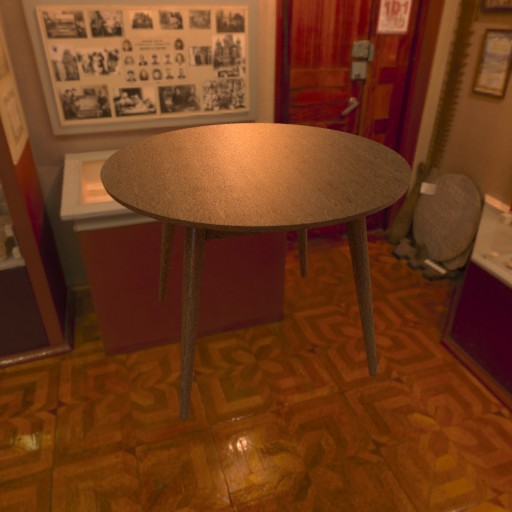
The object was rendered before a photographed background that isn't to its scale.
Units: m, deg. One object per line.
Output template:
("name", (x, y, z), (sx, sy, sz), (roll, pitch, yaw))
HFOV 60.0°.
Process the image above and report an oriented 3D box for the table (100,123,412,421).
("table", (0.000, 0.000, 1.761), (1.053, 0.786, 1.053), (0, 30, 0))
